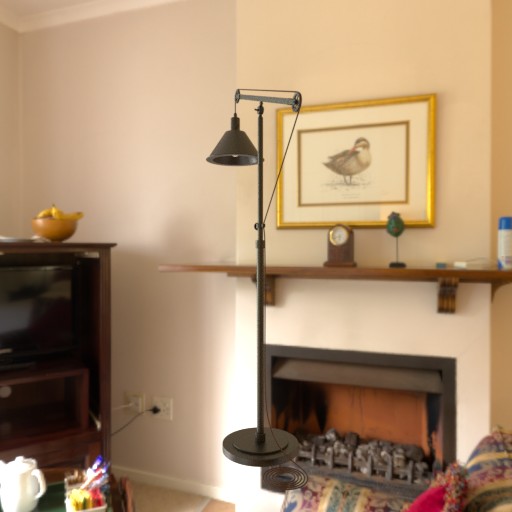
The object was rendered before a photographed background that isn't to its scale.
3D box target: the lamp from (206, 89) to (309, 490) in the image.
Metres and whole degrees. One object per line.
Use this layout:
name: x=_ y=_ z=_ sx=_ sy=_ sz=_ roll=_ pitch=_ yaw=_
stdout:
lamp: x=0.000 y=0.000 z=1.915 sx=0.319 sy=1.626 sz=0.904 roll=0 pitch=0 yaw=-20
